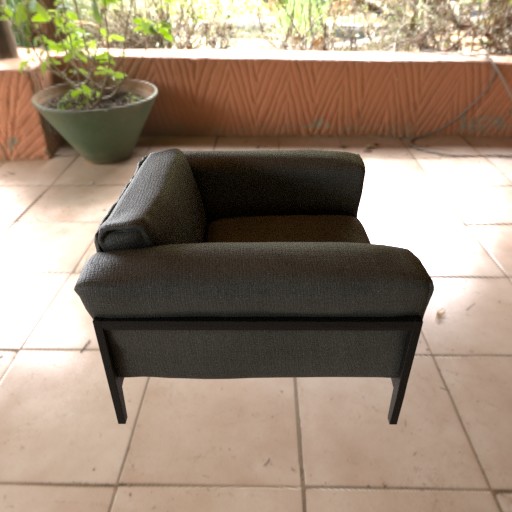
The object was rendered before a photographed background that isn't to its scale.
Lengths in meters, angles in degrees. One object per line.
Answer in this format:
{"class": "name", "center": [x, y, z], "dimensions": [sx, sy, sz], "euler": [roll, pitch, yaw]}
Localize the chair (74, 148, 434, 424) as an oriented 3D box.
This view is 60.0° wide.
{"class": "chair", "center": [0.000, 0.000, 1.706], "dimensions": [0.969, 0.646, 1.056], "euler": [0, 32, 0]}
